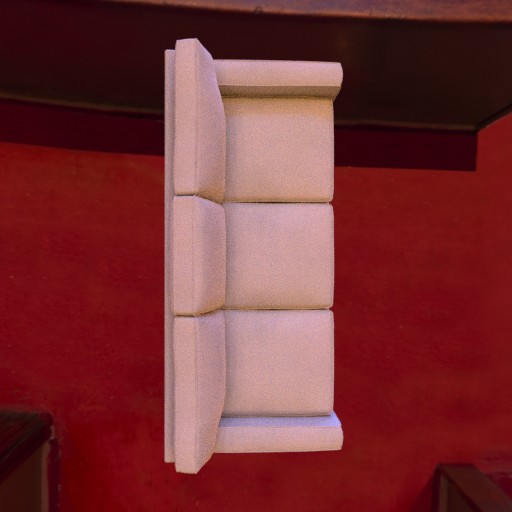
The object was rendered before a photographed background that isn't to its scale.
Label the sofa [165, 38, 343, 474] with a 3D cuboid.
[{"bbox_3d":[0.000,0.000,2.479,0.935,0.862,2.088,0,90,-2],"label":"sofa"}]
